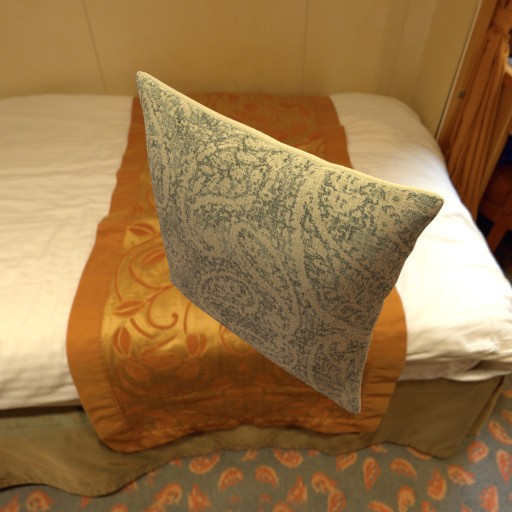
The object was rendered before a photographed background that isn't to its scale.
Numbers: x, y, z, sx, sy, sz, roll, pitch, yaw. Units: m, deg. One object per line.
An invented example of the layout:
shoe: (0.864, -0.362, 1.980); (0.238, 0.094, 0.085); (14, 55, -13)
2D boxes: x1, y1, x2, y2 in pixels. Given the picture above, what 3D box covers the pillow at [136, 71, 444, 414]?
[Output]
pillow: (0.000, 0.000, 0.775); (0.523, 0.510, 0.166); (31, 53, 27)
